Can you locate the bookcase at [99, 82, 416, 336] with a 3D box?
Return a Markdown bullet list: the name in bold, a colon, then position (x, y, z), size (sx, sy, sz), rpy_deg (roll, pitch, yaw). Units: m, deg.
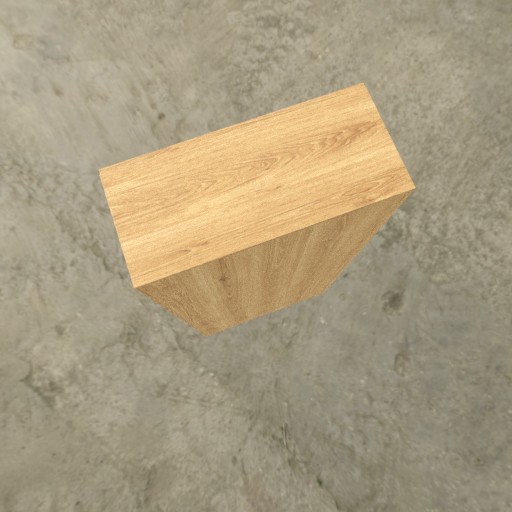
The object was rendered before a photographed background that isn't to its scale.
- **bookcase**: position (0.000, 0.000, 2.422), size (0.950, 2.020, 0.420), rpy_deg (-20, 76, -5)
